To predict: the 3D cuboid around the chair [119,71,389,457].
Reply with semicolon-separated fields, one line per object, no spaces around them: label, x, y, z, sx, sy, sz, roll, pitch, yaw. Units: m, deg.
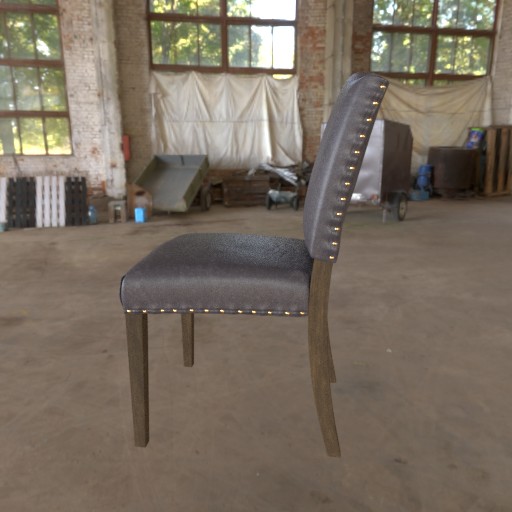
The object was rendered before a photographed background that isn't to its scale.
chair;0.000;0.000;1.295;0.633;0.991;0.500;2;15;8
